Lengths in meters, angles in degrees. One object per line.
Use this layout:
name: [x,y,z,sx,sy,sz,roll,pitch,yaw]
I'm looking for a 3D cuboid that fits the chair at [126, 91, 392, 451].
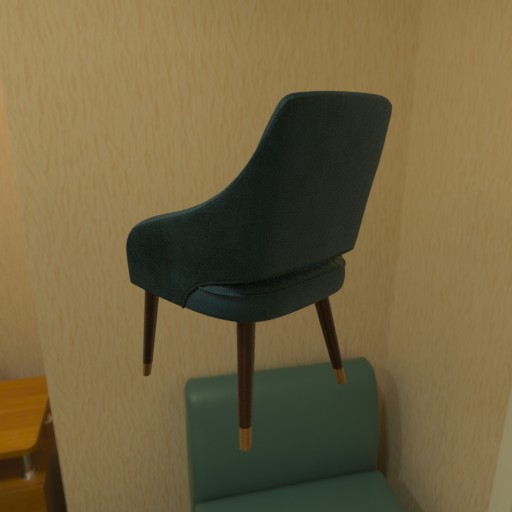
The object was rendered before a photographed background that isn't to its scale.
chair: [0.000,0.000,1.602,0.683,1.081,0.794,-16,23,-42]
